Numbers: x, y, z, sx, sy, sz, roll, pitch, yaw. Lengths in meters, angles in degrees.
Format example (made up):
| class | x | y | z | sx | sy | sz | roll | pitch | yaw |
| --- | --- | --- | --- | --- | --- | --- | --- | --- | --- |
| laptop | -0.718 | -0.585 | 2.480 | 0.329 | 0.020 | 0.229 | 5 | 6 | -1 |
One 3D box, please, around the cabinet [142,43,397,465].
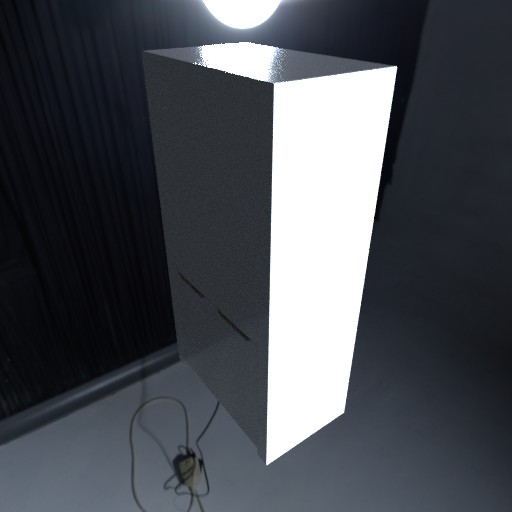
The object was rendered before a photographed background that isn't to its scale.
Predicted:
| class | x | y | z | sx | sy | sz | roll | pitch | yaw |
| --- | --- | --- | --- | --- | --- | --- | --- | --- | --- |
| cabinet | 0.000 | 0.000 | 2.334 | 0.580 | 1.920 | 0.980 | -21 | 37 | -30 |
